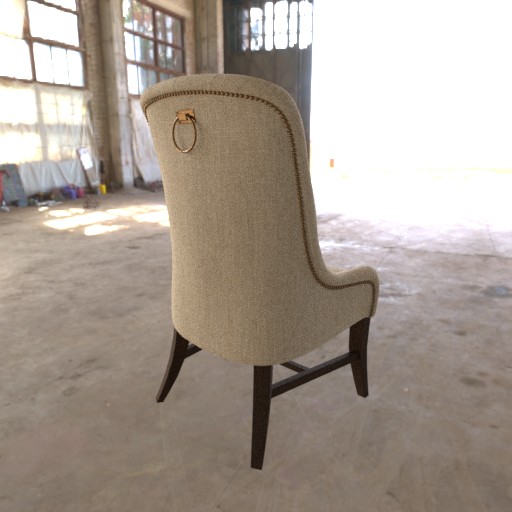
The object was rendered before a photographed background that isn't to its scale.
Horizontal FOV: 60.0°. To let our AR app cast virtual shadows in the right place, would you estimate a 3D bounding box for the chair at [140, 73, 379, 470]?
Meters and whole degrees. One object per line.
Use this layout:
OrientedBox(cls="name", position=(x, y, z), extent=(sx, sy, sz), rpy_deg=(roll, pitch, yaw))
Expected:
OrientedBox(cls="chair", position=(0.000, 0.000, 1.509), extent=(0.634, 1.091, 0.629), rpy_deg=(13, 19, 42))
